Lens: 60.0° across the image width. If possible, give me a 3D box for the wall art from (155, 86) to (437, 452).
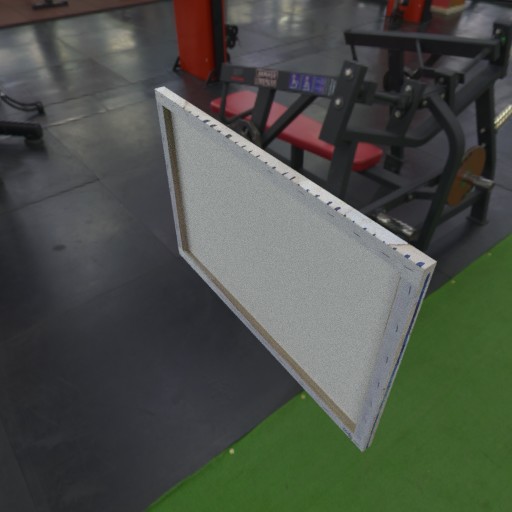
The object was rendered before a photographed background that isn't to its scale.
[{"bbox_3d":[0.000,0.000,1.451,0.038,0.757,1.143,-26,47,-26],"label":"wall art"}]
